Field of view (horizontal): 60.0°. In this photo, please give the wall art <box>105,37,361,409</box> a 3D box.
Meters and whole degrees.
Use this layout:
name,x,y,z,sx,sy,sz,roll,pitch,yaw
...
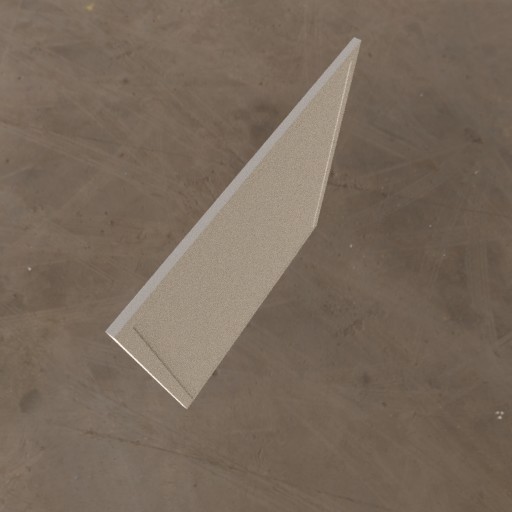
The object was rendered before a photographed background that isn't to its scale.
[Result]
name,x,y,z,sx,sy,sz,roll,pitch,yaw
wall art,0.000,0.000,0.974,0.015,0.660,0.660,31,68,14
